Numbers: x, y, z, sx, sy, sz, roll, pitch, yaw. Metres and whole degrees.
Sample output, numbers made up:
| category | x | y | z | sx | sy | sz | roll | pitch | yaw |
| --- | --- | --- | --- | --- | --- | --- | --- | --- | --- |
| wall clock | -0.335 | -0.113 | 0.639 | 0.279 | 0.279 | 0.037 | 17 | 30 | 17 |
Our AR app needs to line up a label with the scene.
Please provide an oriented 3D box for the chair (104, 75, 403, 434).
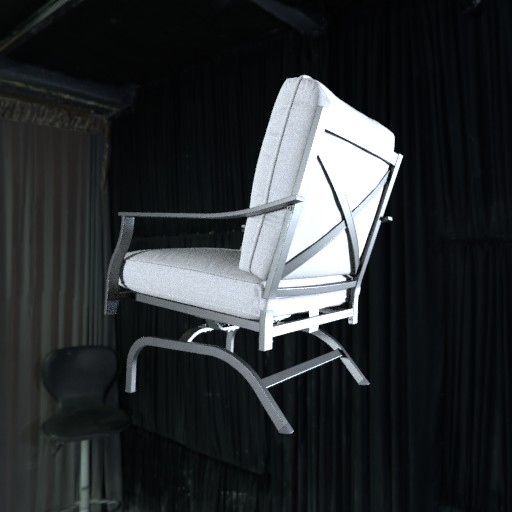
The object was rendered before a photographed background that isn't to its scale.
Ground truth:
| category | x | y | z | sx | sy | sz | roll | pitch | yaw |
| --- | --- | --- | --- | --- | --- | --- | --- | --- | --- |
| chair | 0.000 | 0.000 | 1.433 | 0.787 | 0.860 | 0.650 | 0 | 0 | 35 |
